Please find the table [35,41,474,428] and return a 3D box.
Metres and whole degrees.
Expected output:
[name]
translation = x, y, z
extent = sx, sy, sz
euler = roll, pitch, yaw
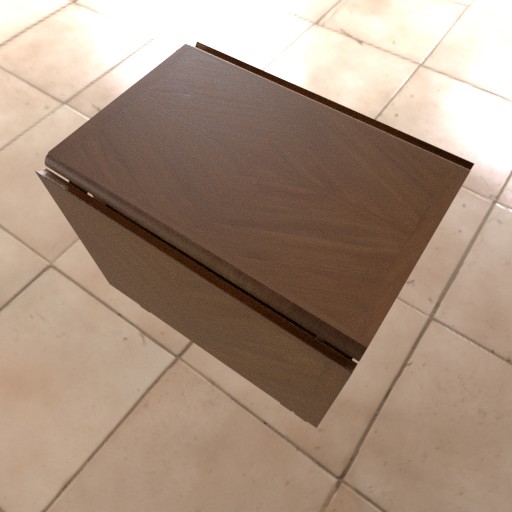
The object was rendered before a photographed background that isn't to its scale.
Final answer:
[table]
translation = 0.000, 0.000, 1.605
extent = 0.967, 0.981, 0.701
euler = 31, 64, 17
